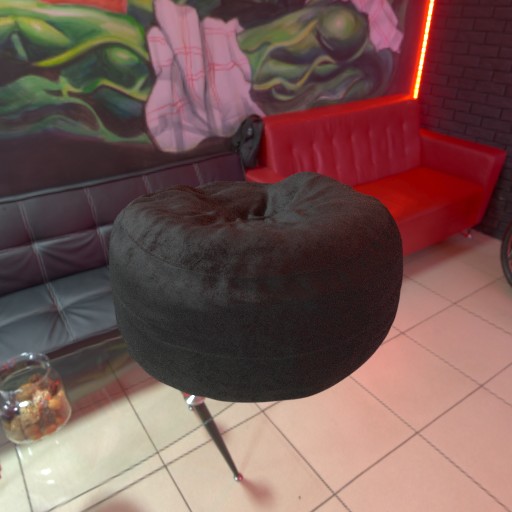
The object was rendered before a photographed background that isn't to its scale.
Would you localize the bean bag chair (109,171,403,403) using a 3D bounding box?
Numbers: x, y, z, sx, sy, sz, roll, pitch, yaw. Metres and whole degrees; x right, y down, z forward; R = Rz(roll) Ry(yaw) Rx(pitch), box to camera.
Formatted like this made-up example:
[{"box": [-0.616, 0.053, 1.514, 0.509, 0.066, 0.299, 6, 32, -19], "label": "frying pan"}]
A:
[{"box": [0.000, 0.000, 2.374, 1.525, 0.751, 1.525, 0, 30, 0], "label": "bean bag chair"}]
